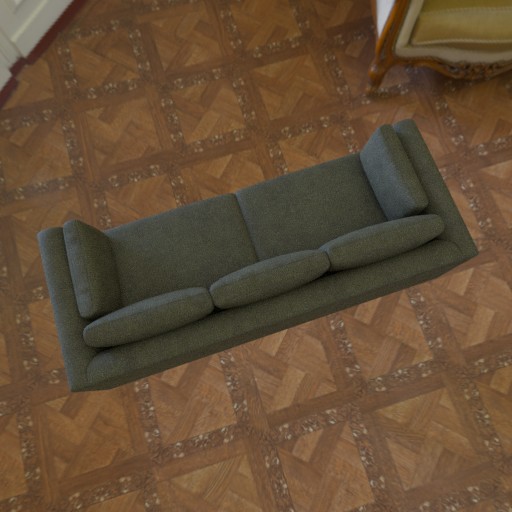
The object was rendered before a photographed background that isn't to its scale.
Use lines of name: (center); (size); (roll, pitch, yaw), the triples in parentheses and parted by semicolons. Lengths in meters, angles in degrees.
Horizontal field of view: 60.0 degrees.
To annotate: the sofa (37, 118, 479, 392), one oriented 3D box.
sofa: (0.000, 0.000, 2.882); (2.415, 0.867, 0.969); (-18, 75, -5)
